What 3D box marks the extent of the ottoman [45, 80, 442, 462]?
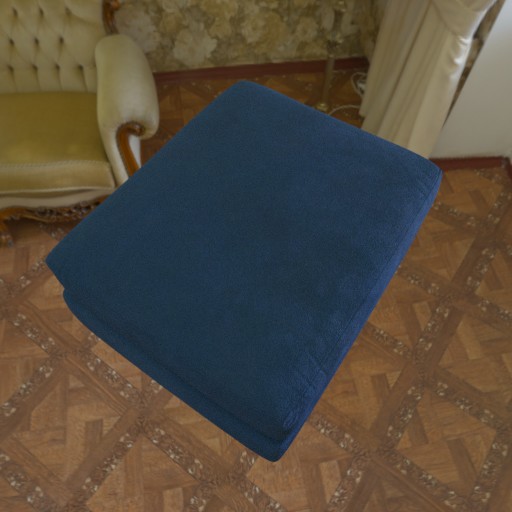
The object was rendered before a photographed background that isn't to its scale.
[{"bbox_3d":[0.000,0.000,1.182,0.655,0.485,0.794,30,63,17],"label":"ottoman"}]
